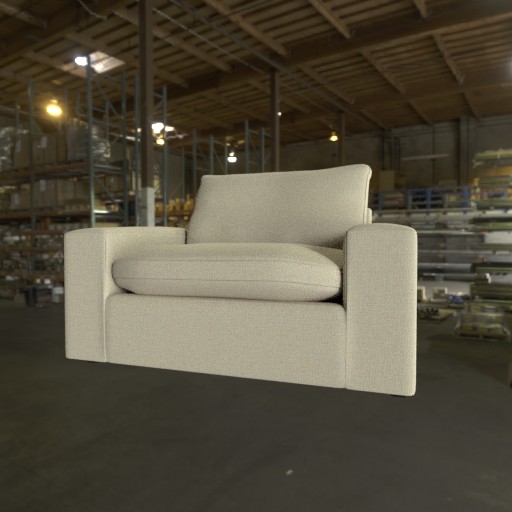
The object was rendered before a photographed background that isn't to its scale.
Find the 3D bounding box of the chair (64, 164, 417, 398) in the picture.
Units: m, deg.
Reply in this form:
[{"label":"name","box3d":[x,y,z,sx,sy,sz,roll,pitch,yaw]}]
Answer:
[{"label":"chair","box3d":[0.000,0.000,2.049,1.398,0.915,1.039,1,2,20]}]
